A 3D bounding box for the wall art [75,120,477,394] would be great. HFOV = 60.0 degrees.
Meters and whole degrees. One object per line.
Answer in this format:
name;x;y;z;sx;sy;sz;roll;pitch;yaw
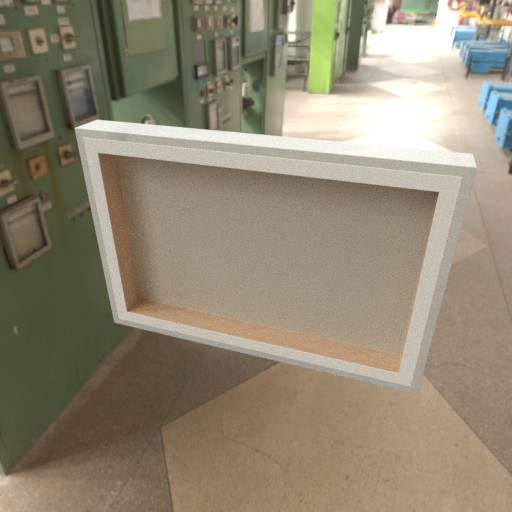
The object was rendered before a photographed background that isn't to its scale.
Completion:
wall art;0.000;0.000;0.482;0.381;0.254;0.038;10;32;16
